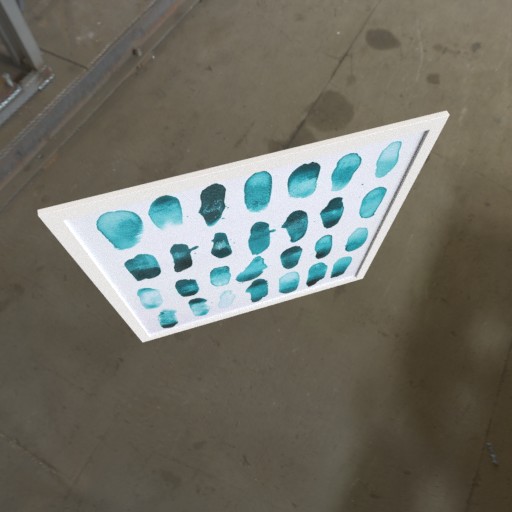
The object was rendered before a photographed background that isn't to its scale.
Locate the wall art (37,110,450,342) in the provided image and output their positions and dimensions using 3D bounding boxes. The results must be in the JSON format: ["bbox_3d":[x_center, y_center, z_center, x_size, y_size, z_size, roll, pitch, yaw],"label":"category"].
[{"bbox_3d":[0.000,0.000,0.828,0.558,0.559,0.009,-15,64,-8],"label":"wall art"}]
